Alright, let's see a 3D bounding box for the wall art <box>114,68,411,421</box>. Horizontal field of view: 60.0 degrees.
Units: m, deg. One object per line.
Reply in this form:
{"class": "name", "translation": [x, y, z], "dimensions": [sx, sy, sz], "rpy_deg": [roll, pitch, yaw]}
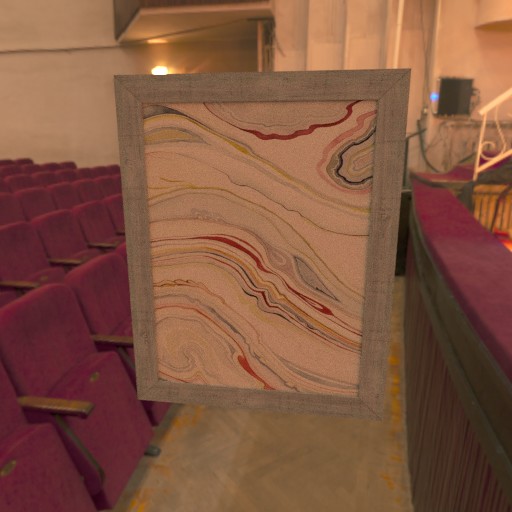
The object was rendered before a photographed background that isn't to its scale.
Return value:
{"class": "wall art", "translation": [0.000, 0.000, 0.795], "dimensions": [0.481, 0.613, 0.020], "rpy_deg": [2, 15, 8]}
